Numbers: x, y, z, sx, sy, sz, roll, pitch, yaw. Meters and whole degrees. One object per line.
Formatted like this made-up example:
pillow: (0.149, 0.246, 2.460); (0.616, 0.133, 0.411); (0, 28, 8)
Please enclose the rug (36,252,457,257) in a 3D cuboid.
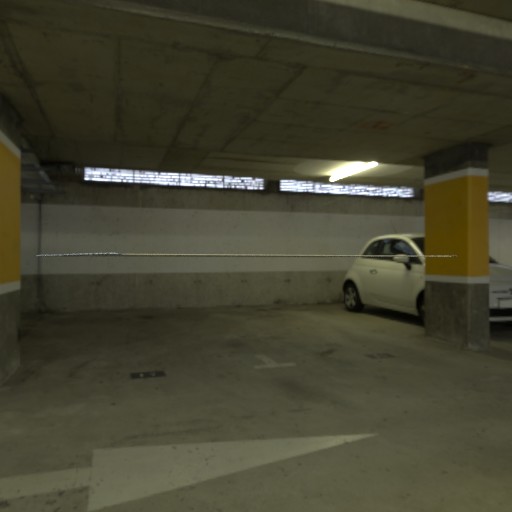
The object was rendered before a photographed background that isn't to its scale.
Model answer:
rug: (0.000, 0.000, 2.549); (2.108, 0.009, 1.248); (0, 0, -36)
